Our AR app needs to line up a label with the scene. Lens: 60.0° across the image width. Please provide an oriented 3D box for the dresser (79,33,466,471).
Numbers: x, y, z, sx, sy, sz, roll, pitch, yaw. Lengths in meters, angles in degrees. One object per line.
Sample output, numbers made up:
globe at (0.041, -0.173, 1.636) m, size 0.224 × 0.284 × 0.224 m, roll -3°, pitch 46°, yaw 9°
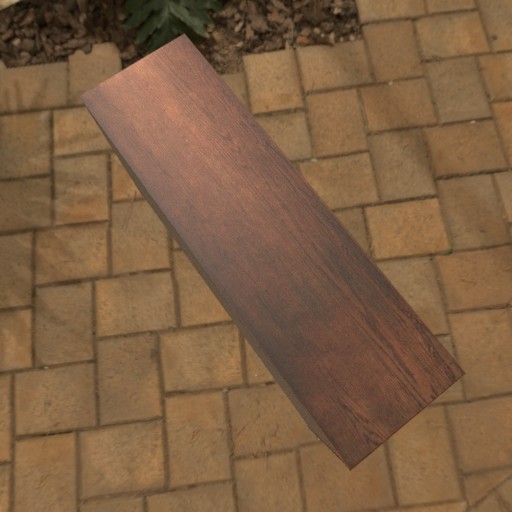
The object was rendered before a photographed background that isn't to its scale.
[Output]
dresser at (0.000, 0.000, 1.892) m, size 0.463 × 0.856 × 1.551 m, roll -35°, pitch 78°, yaw -9°
